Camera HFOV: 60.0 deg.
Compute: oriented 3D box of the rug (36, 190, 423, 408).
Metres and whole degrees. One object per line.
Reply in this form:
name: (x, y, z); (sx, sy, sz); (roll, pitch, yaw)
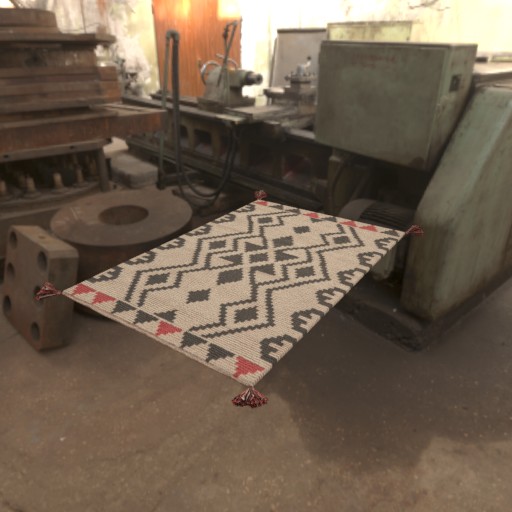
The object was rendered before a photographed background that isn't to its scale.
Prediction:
rug: (0.000, 0.000, 2.673); (1.444, 0.067, 2.069); (17, 31, 31)
